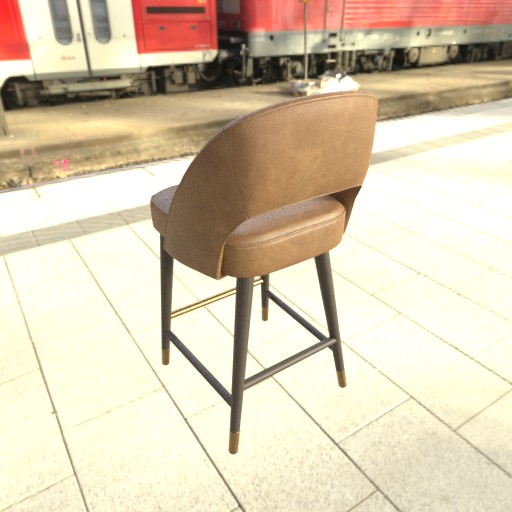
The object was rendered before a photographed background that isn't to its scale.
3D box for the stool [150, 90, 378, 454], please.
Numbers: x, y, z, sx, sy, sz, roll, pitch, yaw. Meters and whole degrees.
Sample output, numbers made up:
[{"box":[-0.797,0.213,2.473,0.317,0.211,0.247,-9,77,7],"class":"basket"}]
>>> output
[{"box":[0.000,0.000,1.250,0.494,0.940,0.509,-19,35,-30],"class":"stool"}]
